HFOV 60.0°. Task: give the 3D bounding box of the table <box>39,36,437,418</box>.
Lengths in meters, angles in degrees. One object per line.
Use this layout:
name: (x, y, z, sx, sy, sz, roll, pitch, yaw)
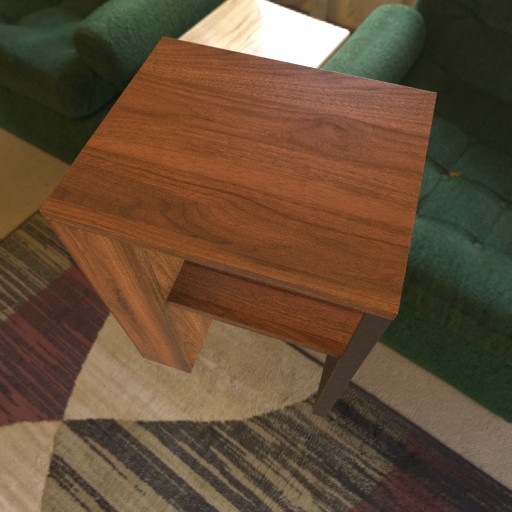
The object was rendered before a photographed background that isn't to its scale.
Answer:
table: (0.000, 0.000, 1.517, 0.786, 1.041, 0.660, 16, 61, 9)
